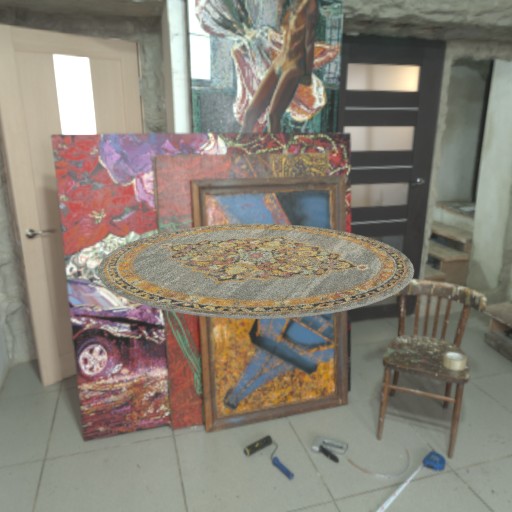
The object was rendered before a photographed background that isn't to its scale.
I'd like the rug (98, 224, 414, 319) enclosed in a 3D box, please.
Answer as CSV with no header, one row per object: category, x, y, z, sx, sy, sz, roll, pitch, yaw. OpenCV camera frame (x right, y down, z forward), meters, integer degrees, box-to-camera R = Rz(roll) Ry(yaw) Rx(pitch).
rug,0.000,0.000,3.531,2.382,0.014,2.382,0,16,0
